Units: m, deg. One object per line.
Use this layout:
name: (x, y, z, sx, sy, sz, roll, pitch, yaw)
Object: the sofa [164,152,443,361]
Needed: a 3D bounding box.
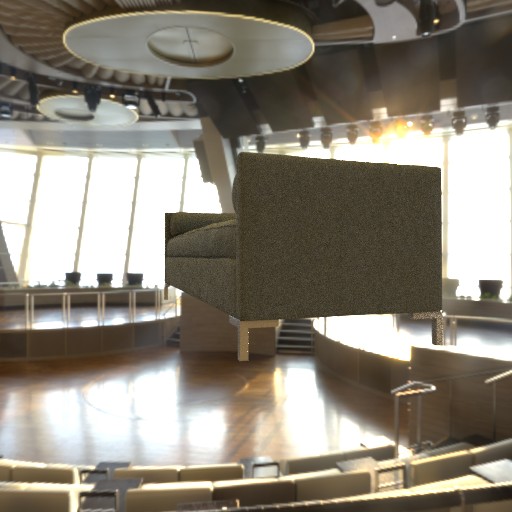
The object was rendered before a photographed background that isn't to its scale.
sofa: (0.000, 0.000, 2.480, 0.797, 0.657, 2.102, 0, 0, -18)
